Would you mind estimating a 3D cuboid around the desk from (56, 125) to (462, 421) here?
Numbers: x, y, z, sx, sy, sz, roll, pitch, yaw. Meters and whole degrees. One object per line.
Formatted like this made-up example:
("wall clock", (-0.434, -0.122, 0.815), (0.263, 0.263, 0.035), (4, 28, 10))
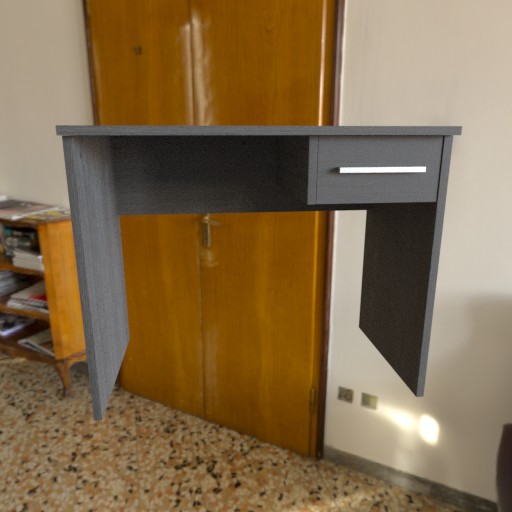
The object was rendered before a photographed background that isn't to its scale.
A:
("desk", (0.000, 0.000, 1.299), (0.893, 0.724, 0.498), (-2, 16, -7))
